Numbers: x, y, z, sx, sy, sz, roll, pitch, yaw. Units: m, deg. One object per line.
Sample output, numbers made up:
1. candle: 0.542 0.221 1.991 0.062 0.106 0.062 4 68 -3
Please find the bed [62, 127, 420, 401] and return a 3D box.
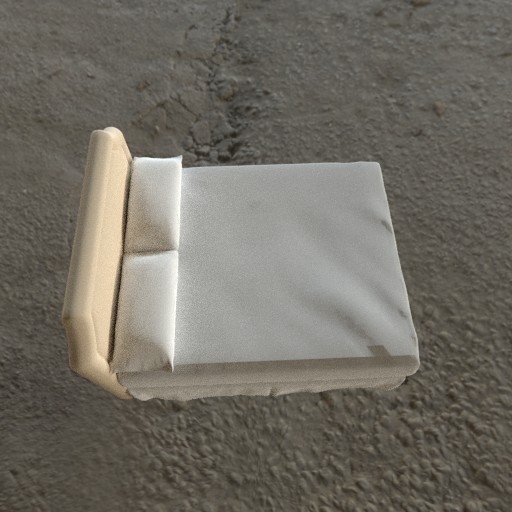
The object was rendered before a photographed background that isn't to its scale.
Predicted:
1. bed: 0.000 0.000 3.821 2.548 1.524 2.134 -2 64 -1
